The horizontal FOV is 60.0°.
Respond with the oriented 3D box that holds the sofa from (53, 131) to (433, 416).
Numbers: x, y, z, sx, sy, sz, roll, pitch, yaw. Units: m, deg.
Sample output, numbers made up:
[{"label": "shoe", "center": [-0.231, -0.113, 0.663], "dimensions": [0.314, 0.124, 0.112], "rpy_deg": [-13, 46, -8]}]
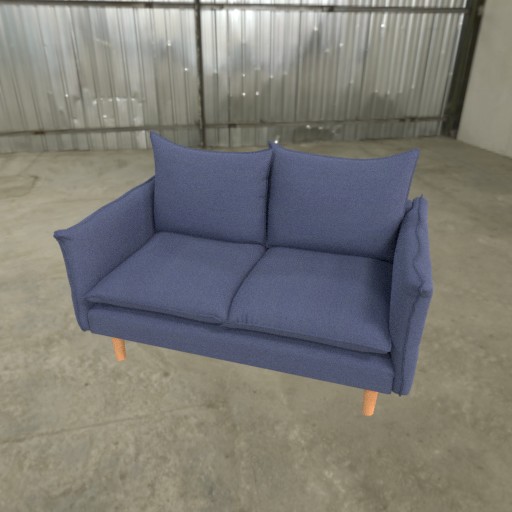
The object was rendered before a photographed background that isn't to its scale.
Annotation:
[{"label": "sofa", "center": [0.000, 0.000, 1.804], "dimensions": [1.300, 0.840, 0.820], "rpy_deg": [8, 28, 15]}]
